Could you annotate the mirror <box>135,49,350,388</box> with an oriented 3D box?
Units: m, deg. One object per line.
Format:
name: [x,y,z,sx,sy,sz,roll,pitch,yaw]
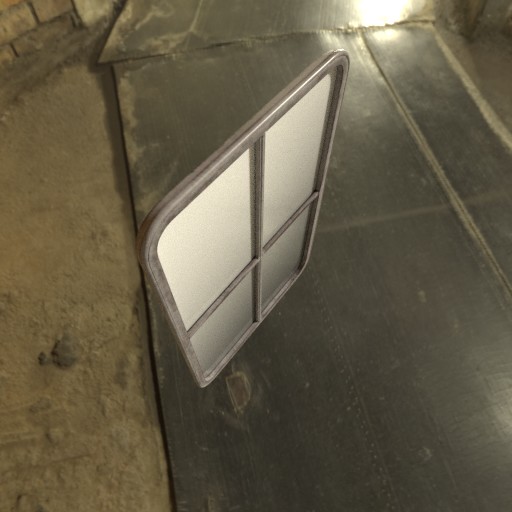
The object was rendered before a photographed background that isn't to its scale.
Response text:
mirror: [0.000,0.000,0.883,0.024,0.713,0.461,34,66,18]
